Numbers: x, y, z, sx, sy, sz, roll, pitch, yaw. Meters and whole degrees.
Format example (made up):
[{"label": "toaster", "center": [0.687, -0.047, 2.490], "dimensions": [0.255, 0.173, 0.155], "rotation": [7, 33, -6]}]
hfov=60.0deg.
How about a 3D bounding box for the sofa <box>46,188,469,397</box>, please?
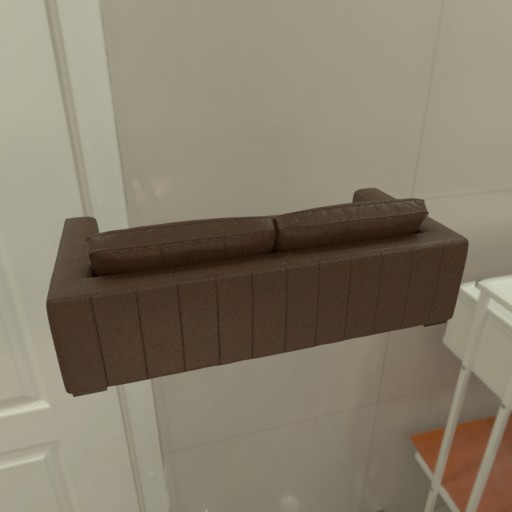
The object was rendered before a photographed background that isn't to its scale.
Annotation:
[{"label": "sofa", "center": [0.000, 0.000, 2.750], "dimensions": [2.262, 0.801, 1.070], "rotation": [-8, 27, -15]}]
